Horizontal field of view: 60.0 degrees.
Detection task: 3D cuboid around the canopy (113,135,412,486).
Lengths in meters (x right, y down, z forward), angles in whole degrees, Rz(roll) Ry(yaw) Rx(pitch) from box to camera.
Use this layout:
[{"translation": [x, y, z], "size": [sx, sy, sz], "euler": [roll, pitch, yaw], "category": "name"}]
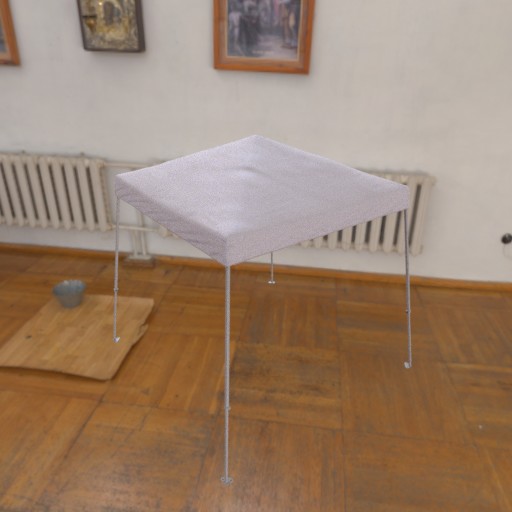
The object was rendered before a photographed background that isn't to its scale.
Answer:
[{"translation": [0.000, 0.000, 5.320], "size": [2.849, 2.850, 2.850], "euler": [-18, 31, -33], "category": "canopy"}]
